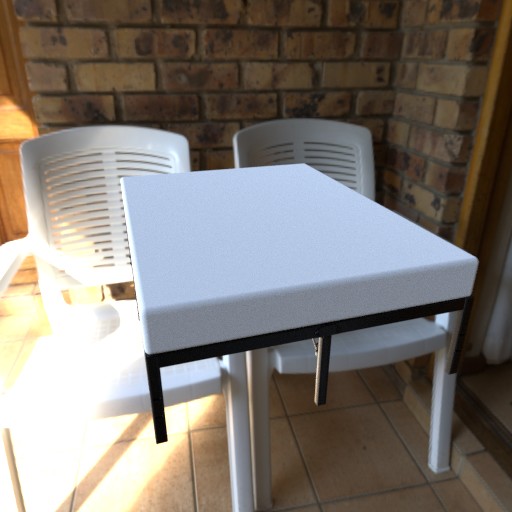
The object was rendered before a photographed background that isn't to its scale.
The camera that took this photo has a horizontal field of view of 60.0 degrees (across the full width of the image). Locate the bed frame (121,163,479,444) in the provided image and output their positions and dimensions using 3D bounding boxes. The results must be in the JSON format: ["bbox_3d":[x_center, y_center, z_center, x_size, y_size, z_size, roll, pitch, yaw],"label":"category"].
[{"bbox_3d":[0.000,0.000,2.851,1.557,0.659,2.072,-7,26,-16],"label":"bed frame"}]
